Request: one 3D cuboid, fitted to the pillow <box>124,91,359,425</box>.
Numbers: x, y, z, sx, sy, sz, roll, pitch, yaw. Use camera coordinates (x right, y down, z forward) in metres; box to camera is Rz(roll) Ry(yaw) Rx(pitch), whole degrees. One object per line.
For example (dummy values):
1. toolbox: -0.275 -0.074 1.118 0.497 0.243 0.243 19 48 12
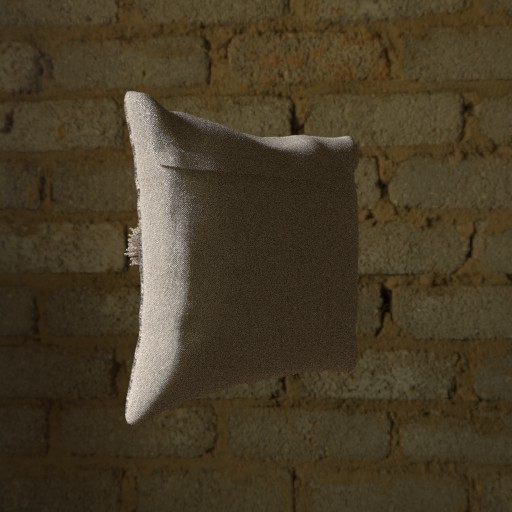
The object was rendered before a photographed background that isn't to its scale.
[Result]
1. pillow: 0.000 0.000 0.794 0.484 0.490 0.234 -1 1 -36
